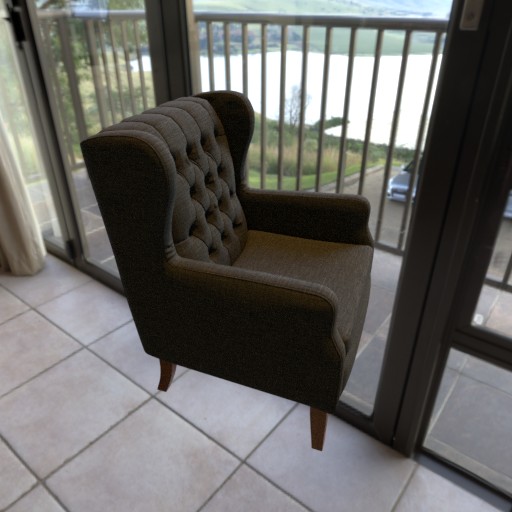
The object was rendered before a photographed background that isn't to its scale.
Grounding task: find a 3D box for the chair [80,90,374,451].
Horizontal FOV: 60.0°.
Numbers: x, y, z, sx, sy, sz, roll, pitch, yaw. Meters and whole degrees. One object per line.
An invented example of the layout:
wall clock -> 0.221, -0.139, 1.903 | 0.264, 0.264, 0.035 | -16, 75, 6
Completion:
chair -> 0.000, 0.000, 1.514 | 0.775, 0.953, 0.711 | 10, 32, 17
